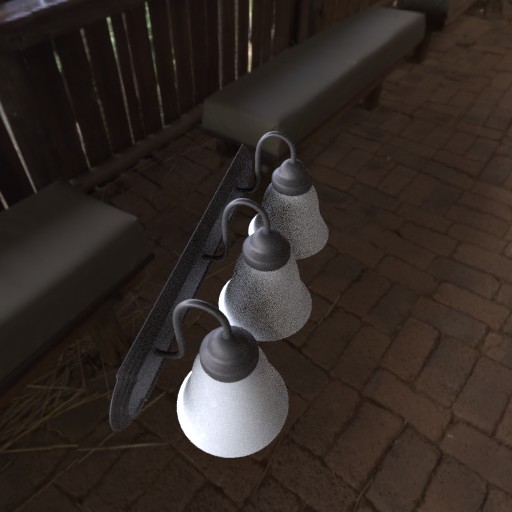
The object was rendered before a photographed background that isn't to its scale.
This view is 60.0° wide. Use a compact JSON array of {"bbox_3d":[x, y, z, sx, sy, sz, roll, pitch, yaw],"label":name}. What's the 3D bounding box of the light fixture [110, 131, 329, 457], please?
[{"bbox_3d":[0.000,0.000,0.709,0.199,0.222,0.610,11,47,11],"label":"light fixture"}]
